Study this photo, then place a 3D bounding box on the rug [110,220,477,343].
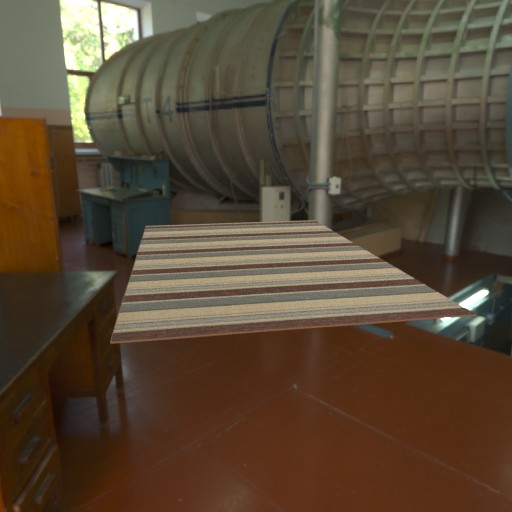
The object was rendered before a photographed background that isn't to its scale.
[{"bbox_3d":[0.000,0.000,2.293,1.219,0.008,1.829,-3,15,-10],"label":"rug"}]
